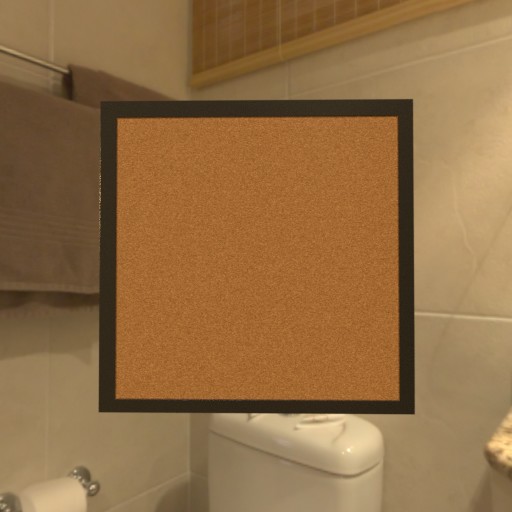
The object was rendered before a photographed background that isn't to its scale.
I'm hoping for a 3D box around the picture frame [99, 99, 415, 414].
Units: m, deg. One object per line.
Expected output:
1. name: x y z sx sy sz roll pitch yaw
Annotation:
1. picture frame: 0.000 0.000 0.513 0.355 0.353 0.029 0 -1 1
